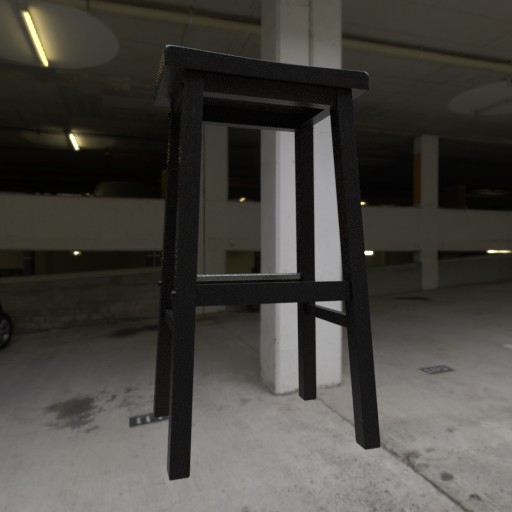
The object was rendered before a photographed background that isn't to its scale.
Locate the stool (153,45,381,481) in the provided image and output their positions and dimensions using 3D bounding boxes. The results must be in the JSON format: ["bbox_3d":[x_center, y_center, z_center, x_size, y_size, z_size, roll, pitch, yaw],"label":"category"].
[{"bbox_3d":[0.000,0.000,0.945,0.406,0.742,0.322,0,1,-18],"label":"stool"}]
